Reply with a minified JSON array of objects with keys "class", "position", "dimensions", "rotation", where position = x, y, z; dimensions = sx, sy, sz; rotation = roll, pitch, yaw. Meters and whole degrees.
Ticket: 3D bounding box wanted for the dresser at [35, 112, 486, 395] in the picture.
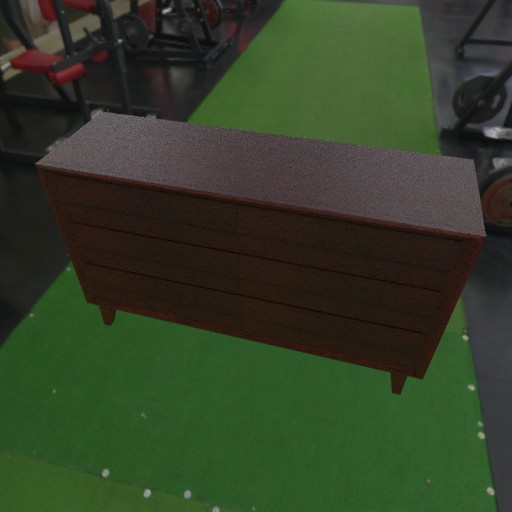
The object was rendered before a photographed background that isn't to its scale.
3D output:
[{"class":"dresser","position":[0.000,0.000,2.024],"dimensions":[1.609,0.971,0.499],"rotation":[11,43,12]}]
